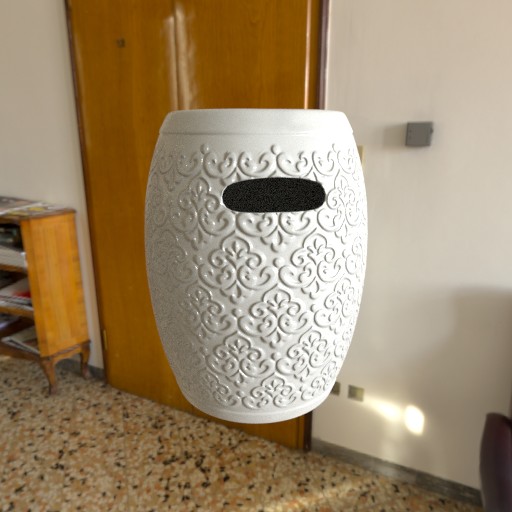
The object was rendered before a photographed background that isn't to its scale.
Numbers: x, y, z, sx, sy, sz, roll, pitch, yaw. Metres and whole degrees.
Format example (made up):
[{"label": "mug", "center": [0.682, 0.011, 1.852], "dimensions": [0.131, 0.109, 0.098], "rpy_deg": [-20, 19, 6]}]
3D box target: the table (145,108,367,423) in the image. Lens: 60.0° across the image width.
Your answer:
[{"label": "table", "center": [0.000, 0.000, 0.640], "dimensions": [0.309, 0.397, 0.309], "rpy_deg": [0, 16, 0]}]
